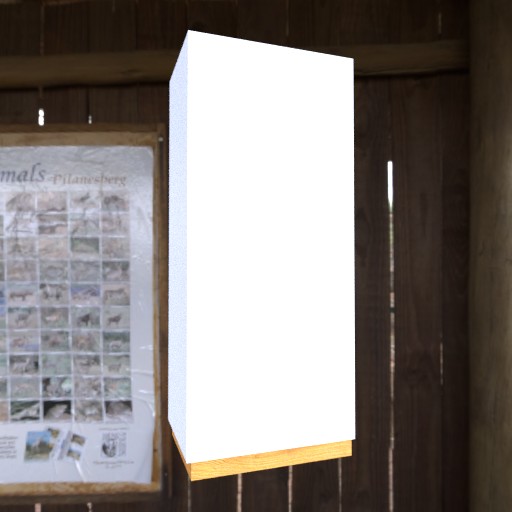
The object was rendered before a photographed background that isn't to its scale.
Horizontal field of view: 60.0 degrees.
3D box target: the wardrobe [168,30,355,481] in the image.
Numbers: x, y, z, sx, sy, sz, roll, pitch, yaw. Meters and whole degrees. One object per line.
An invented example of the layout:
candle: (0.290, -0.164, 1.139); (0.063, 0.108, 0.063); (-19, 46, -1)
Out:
wardrobe: (0.000, 0.000, 2.423); (0.860, 2.040, 0.600); (0, -1, -19)
